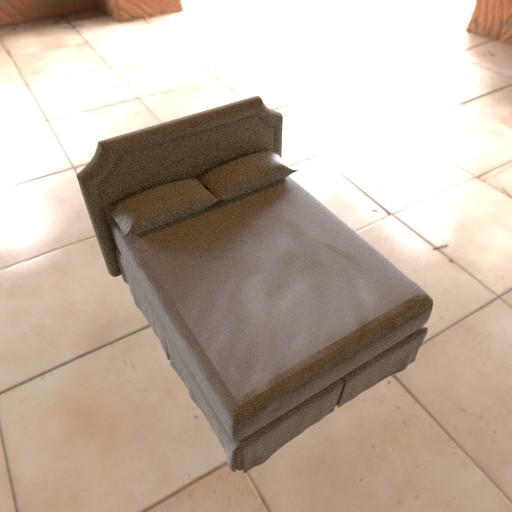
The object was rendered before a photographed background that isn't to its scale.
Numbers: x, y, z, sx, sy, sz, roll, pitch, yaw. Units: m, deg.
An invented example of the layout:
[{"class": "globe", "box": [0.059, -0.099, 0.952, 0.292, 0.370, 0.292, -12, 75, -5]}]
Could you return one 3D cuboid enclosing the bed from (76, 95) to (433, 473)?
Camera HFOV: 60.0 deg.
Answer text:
[{"class": "bed", "box": [0.000, 0.000, 3.286, 1.828, 1.297, 2.164, -24, 50, -22]}]
